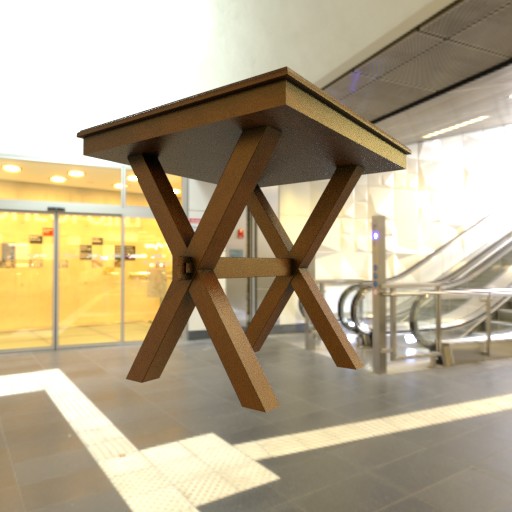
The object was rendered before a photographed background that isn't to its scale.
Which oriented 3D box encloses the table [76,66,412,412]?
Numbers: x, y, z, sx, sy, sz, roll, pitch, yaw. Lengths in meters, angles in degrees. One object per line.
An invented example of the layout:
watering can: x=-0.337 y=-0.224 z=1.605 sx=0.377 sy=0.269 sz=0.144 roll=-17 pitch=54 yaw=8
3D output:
table: x=0.000 y=0.000 z=1.070 sx=0.560 sy=0.562 sz=0.602 roll=-1 pitch=-1 yaw=36
